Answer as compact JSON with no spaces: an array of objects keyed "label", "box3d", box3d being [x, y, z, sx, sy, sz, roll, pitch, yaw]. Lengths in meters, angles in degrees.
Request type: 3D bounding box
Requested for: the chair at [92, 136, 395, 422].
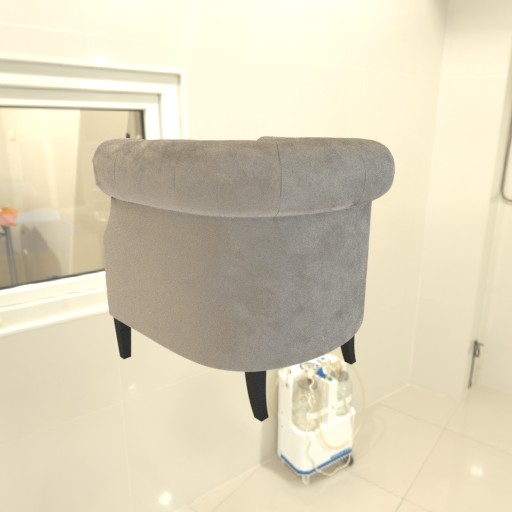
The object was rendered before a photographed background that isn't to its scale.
[{"label":"chair","box3d":[0.000,0.000,1.591,0.904,0.826,0.851,-15,22,-43]}]
